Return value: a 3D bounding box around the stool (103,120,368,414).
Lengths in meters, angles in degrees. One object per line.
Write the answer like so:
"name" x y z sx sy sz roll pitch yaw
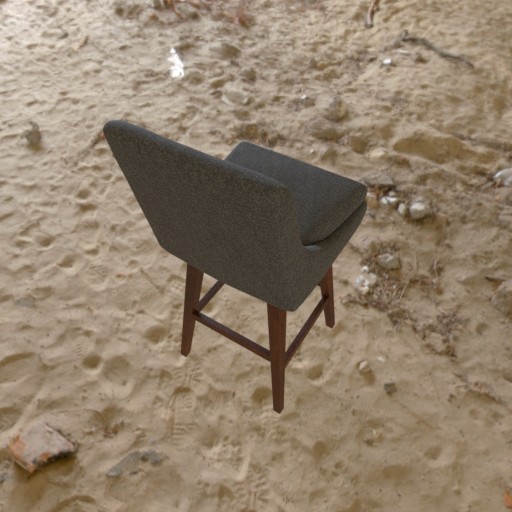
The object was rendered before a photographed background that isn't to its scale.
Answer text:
"stool" 0.000 0.000 1.391 0.489 1.068 0.572 25 52 21
